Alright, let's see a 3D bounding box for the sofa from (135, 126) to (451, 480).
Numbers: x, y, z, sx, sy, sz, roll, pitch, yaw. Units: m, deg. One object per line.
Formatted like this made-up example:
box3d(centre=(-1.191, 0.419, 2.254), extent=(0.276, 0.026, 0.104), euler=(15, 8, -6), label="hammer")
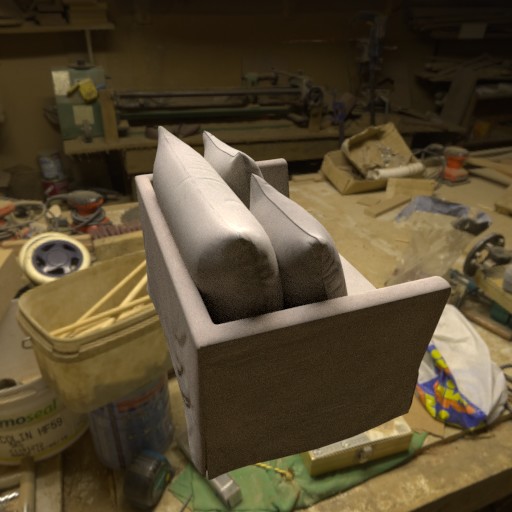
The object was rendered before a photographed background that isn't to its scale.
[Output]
box3d(centre=(0.000, 0.000, 2.245), extent=(1.035, 1.040, 1.608), euler=(-10, 32, -17), label="sofa")
